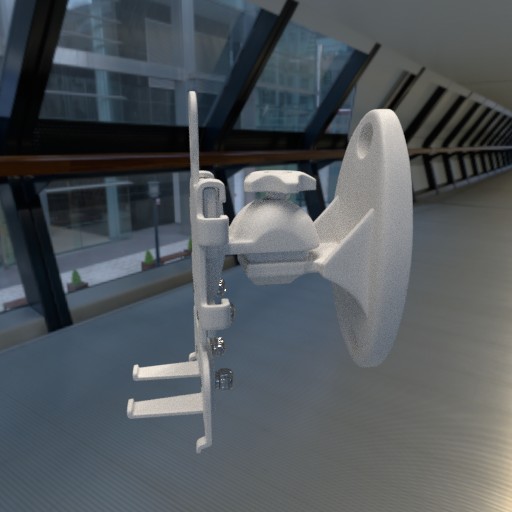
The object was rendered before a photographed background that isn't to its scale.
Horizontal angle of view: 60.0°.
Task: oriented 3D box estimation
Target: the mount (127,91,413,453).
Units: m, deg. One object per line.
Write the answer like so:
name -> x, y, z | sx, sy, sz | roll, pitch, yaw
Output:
mount -> 0.000, 0.000, 0.170 | 0.100, 0.118, 0.066 | -3, 15, -10
